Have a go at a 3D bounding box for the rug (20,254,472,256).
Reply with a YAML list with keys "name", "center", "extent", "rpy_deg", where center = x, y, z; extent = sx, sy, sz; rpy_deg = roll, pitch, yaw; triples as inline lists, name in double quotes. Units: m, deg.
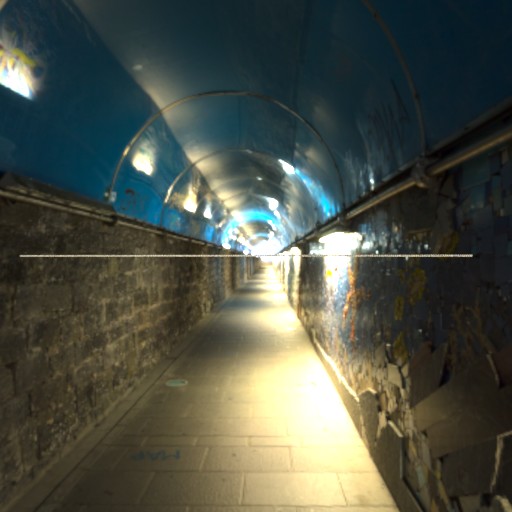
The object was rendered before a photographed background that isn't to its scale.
- name: "rug"
  center: [0.000, 0.000, 2.174]
  extent: [1.752, 0.006, 1.142]
  rpy_deg: [0, 0, 17]
